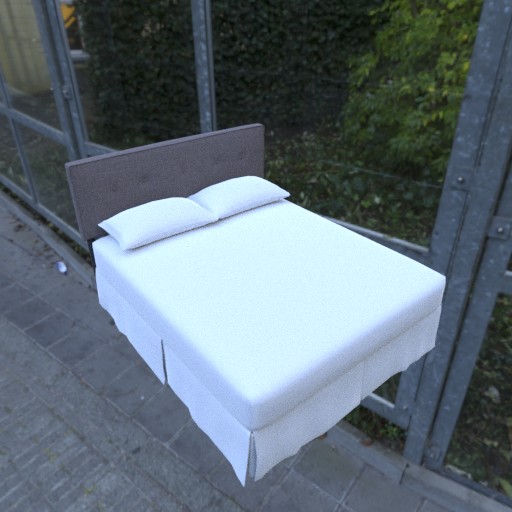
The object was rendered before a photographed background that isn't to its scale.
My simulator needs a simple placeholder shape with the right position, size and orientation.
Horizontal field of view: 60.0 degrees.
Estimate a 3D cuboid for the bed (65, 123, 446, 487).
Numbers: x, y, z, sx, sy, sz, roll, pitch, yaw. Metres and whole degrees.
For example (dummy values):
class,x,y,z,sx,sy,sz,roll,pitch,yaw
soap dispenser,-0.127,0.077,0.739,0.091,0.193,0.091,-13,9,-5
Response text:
class,x,y,z,sx,sy,sz,roll,pitch,yaw
bed,0.000,0.000,2.841,1.610,1.089,1.894,-22,38,-33
